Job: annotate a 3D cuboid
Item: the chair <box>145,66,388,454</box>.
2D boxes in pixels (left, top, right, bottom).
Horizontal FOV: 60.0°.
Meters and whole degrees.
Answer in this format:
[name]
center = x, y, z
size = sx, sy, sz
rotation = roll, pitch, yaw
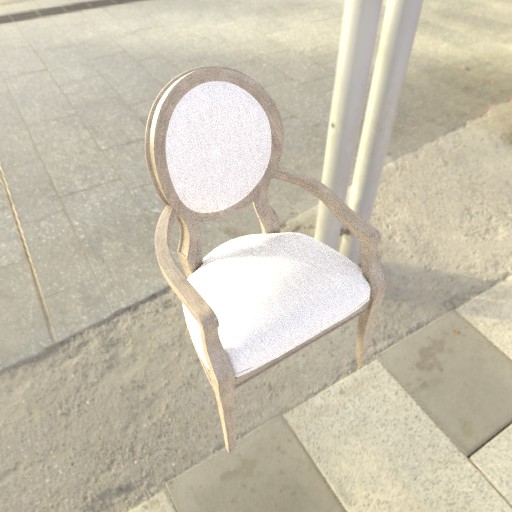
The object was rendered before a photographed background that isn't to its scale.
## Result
[chair]
center = 0.000, 0.000, 1.392
size = 0.611, 0.991, 0.602
rotation = -25, 50, -23
